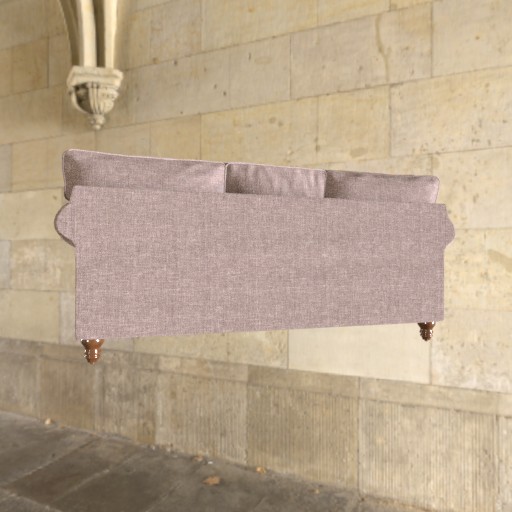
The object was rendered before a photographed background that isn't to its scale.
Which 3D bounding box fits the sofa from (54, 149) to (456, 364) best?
[{"bbox_3d":[0.000,0.000,2.582,2.084,0.961,0.916,0,-1,-18],"label":"sofa"}]
